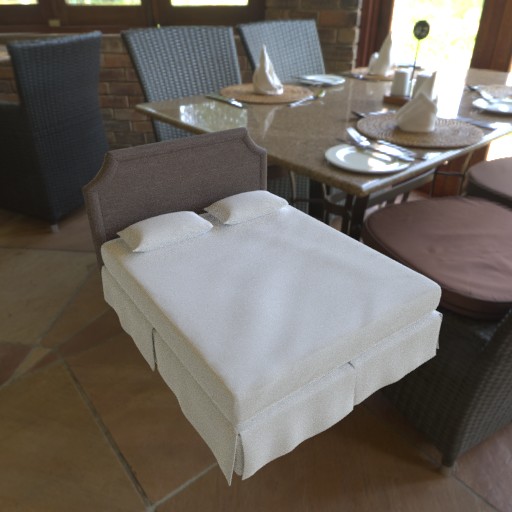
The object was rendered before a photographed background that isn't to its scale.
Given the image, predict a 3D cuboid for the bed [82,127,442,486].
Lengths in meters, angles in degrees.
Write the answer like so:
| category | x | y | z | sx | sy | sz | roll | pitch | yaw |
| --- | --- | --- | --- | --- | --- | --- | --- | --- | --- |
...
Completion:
| category | x | y | z | sx | sy | sz | roll | pitch | yaw |
| --- | --- | --- | --- | --- | --- | --- | --- | --- | --- |
| bed | 0.000 | 0.000 | 4.143 | 2.350 | 1.590 | 2.773 | -20 | 36 | -30 |
